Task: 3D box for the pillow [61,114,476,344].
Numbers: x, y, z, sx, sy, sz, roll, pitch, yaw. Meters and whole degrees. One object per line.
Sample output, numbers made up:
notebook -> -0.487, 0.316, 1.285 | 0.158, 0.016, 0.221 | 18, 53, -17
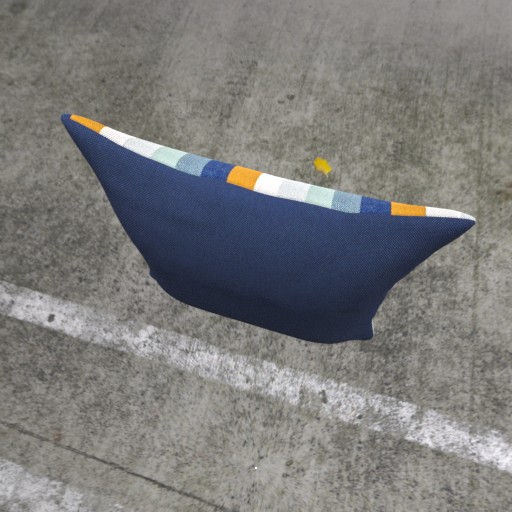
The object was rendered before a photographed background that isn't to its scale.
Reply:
pillow -> 0.000, 0.000, 0.676 | 0.463, 0.454, 0.173 | 15, 65, 7
